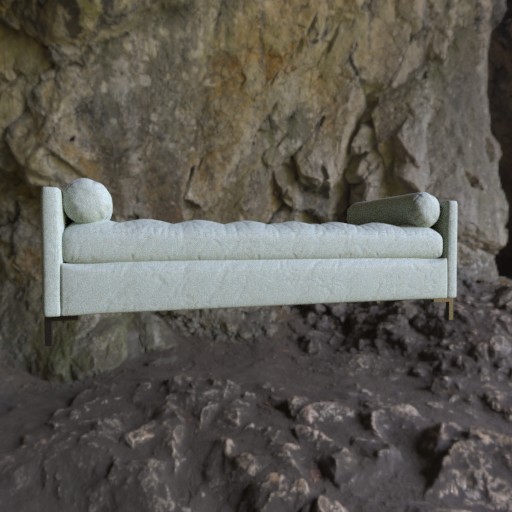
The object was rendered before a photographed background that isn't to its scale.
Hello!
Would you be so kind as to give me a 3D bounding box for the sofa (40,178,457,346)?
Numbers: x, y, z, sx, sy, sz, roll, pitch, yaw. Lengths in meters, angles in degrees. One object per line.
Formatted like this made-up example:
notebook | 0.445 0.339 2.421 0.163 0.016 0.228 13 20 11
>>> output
sofa | 0.000 0.000 2.477 2.102 0.705 0.796 -1 2 -18
